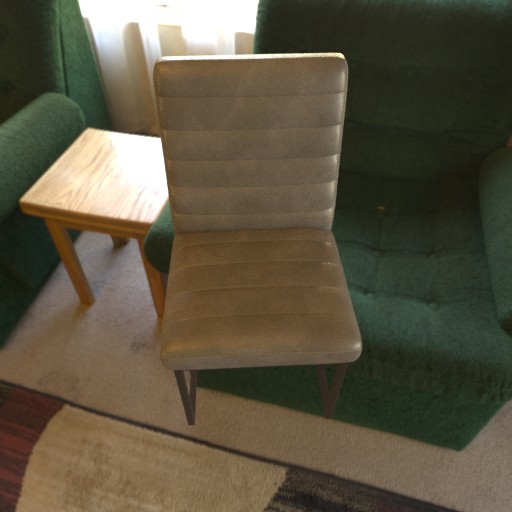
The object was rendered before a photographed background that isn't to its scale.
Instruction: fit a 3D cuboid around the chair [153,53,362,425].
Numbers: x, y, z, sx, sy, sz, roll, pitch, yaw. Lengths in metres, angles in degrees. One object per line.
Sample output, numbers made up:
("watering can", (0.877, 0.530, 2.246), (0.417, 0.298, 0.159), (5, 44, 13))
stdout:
("chair", (0.000, 0.000, 1.297), (0.520, 0.930, 0.634), (-2, 47, -2))
